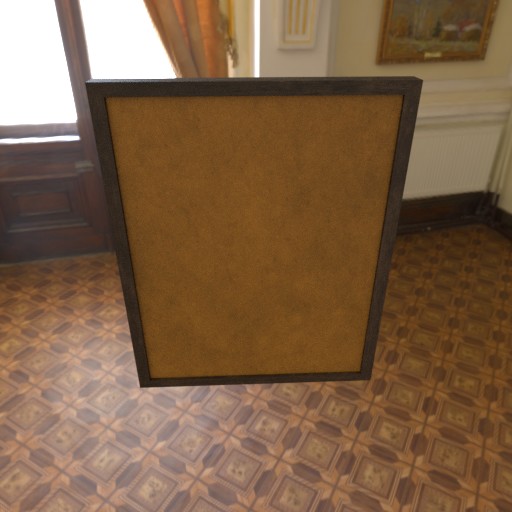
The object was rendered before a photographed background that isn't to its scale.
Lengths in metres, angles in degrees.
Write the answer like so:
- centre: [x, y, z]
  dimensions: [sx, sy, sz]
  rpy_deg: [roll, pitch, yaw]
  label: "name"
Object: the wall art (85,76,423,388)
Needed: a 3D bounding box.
- centre: [0.000, 0.000, 0.542]
  dimensions: [0.329, 0.406, 0.027]
  rpy_deg: [-1, 30, -2]
  label: "wall art"
